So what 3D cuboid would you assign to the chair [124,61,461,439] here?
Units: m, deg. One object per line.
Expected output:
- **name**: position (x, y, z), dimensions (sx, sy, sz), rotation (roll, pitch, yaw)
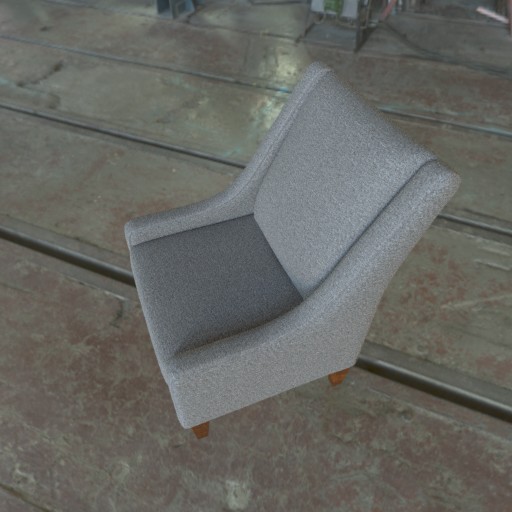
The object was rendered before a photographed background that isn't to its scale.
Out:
- **chair**: position (0.000, 0.000, 1.612), dimensions (0.870, 1.016, 0.774), rotation (-16, 48, -15)
